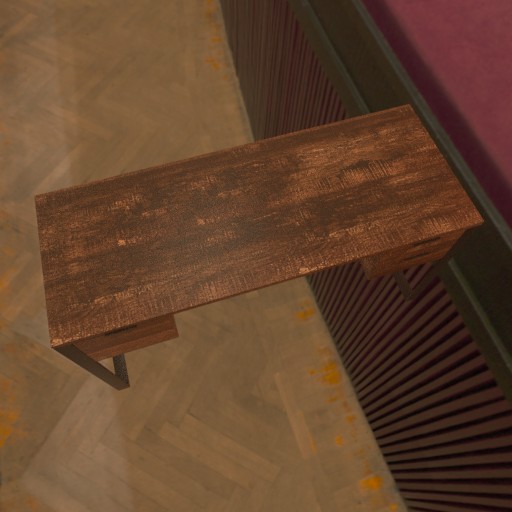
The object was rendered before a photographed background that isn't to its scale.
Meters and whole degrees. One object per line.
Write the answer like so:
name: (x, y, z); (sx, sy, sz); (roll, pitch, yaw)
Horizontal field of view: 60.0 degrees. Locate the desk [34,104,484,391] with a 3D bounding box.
desk: (0.000, 0.000, 1.948); (1.524, 0.762, 0.599); (-16, 64, -8)
